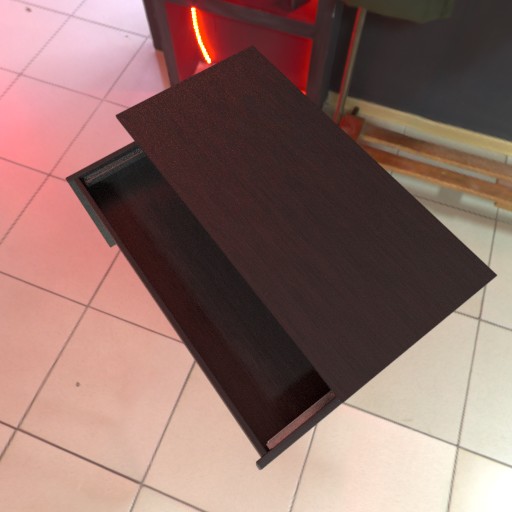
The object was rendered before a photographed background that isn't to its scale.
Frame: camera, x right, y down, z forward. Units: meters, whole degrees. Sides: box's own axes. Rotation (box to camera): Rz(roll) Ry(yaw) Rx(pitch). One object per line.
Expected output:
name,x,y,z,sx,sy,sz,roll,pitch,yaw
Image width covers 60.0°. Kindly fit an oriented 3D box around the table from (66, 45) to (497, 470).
table,0.000,0.000,1.408,0.712,0.570,1.000,-34,69,-15
